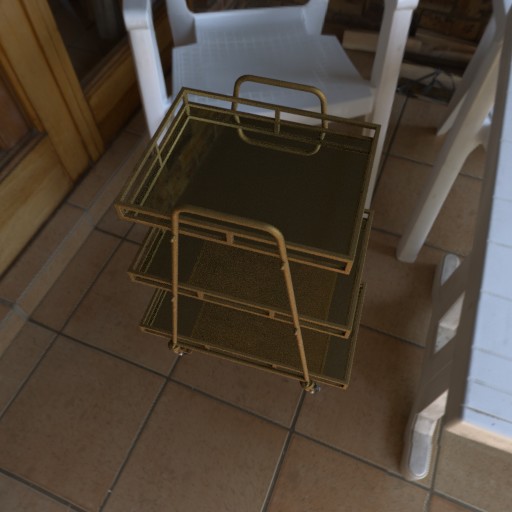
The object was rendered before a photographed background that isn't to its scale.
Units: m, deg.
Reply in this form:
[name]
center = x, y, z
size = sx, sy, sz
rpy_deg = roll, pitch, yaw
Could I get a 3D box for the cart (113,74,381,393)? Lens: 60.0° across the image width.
[cart]
center = 0.000, 0.000, 1.274
size = 0.711, 0.883, 0.441
rpy_deg = 14, 59, 9
